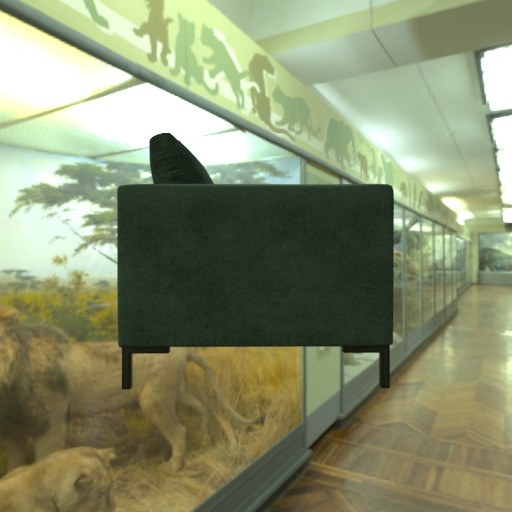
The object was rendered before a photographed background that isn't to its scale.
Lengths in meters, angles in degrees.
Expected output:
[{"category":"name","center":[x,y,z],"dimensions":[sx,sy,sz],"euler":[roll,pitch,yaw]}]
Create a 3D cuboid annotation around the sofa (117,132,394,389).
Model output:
[{"category":"sofa","center":[0.000,0.000,2.164],"dimensions":[0.875,0.817,1.676],"euler":[0,0,-1]}]
